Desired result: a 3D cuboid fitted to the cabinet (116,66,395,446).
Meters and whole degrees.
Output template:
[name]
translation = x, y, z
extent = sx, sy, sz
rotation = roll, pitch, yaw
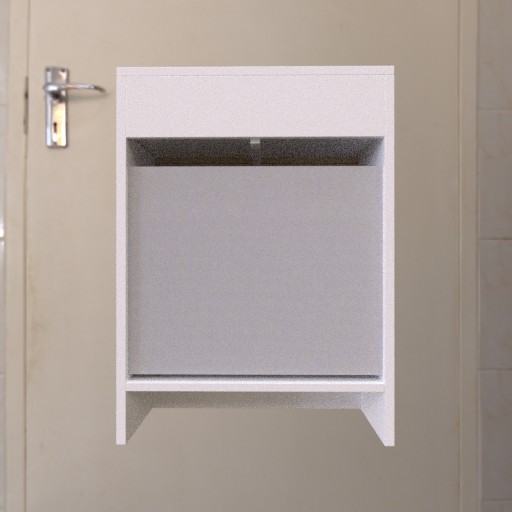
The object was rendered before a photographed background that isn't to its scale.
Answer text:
[cabinet]
translation = 0.000, 0.000, 1.100
extent = 0.600, 0.815, 0.296
rotation = 0, 0, 1
